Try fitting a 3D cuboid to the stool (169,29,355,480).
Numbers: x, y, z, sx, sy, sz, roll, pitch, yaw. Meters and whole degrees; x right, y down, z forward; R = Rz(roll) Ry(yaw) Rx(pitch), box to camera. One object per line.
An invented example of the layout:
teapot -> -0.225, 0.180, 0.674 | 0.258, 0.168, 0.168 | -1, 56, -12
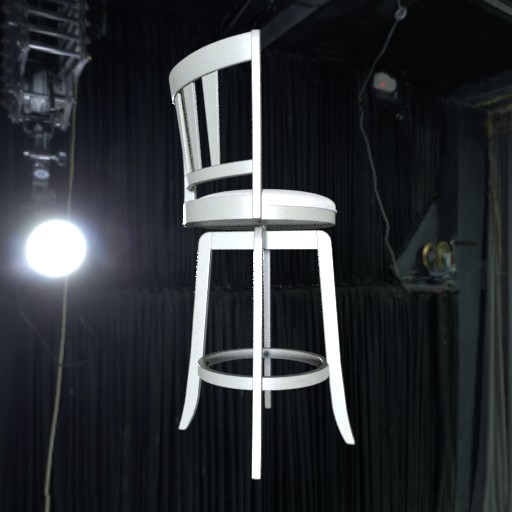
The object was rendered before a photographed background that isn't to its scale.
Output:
stool -> 0.000, 0.000, 1.275 | 0.475, 1.042, 0.436 | 0, -1, -36
